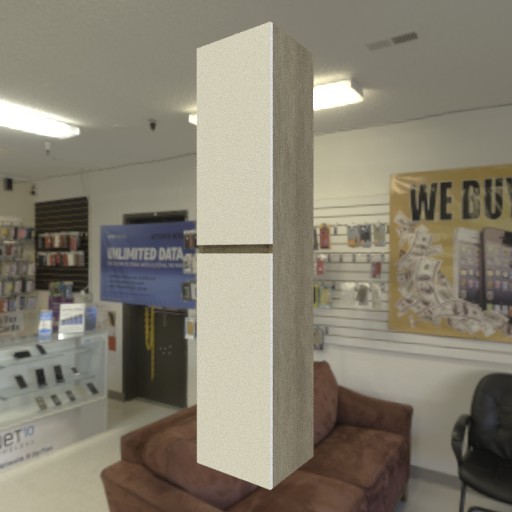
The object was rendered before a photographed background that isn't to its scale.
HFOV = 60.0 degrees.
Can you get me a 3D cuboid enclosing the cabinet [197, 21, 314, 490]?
[{"bbox_3d":[0.000,0.000,1.521,0.300,1.400,0.270,0,0,36],"label":"cabinet"}]
